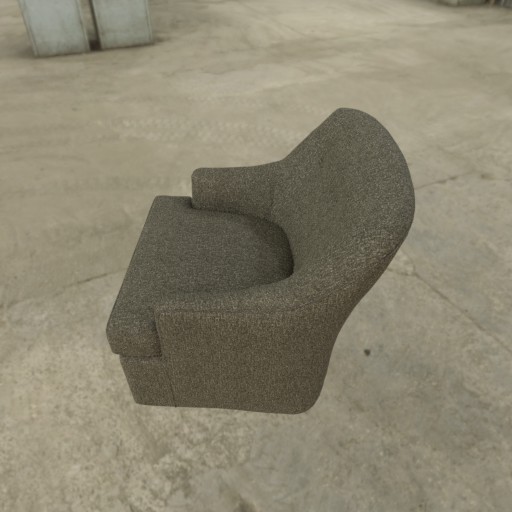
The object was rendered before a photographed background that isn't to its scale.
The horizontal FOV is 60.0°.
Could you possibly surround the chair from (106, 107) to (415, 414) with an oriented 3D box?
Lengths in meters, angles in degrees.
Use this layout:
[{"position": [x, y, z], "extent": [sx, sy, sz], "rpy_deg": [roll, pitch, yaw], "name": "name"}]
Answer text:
[{"position": [0.000, 0.000, 1.619], "extent": [0.923, 0.856, 0.864], "rpy_deg": [1, 41, 2], "name": "chair"}]
